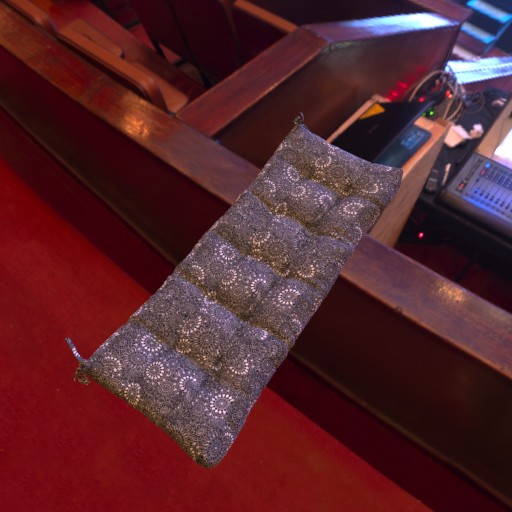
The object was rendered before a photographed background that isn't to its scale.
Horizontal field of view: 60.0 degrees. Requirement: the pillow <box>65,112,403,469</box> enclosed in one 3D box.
[{"bbox_3d":[0.000,0.000,1.387,0.511,0.174,1.194,30,64,17],"label":"pillow"}]
